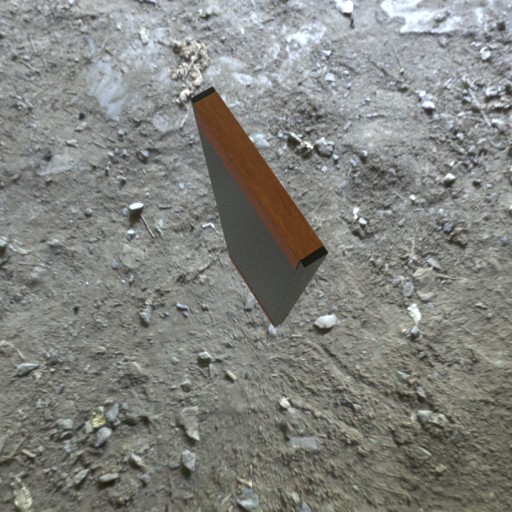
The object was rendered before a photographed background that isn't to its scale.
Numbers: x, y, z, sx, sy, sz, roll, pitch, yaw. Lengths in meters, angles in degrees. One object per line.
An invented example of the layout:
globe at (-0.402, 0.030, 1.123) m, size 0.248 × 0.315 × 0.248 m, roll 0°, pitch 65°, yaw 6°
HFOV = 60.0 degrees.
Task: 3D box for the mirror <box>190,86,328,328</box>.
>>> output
mirror at (0.000, 0.000, 1.252) m, size 0.047 × 1.123 × 0.343 m, roll -32°, pitch 78°, yaw -7°
